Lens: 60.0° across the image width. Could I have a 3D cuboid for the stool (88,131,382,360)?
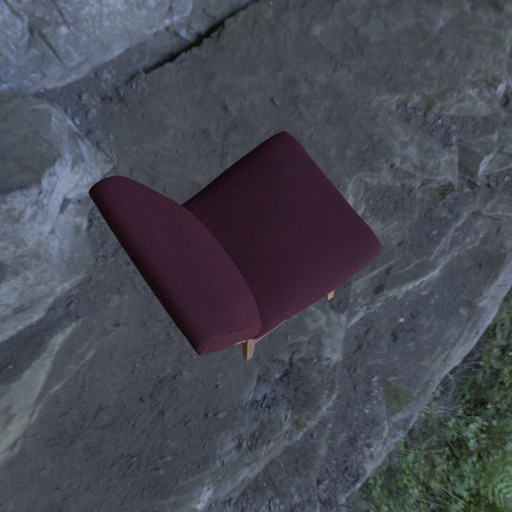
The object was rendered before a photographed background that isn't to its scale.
[{"bbox_3d":[0.000,0.000,1.395,0.562,1.093,0.468,-35,78,-8],"label":"stool"}]
